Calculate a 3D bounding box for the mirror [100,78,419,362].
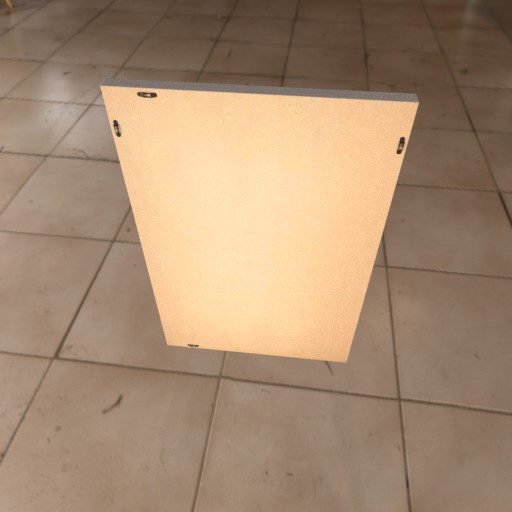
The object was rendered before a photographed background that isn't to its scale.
[{"bbox_3d":[0.000,0.000,1.180,0.609,0.915,0.040,5,46,5],"label":"mirror"}]
